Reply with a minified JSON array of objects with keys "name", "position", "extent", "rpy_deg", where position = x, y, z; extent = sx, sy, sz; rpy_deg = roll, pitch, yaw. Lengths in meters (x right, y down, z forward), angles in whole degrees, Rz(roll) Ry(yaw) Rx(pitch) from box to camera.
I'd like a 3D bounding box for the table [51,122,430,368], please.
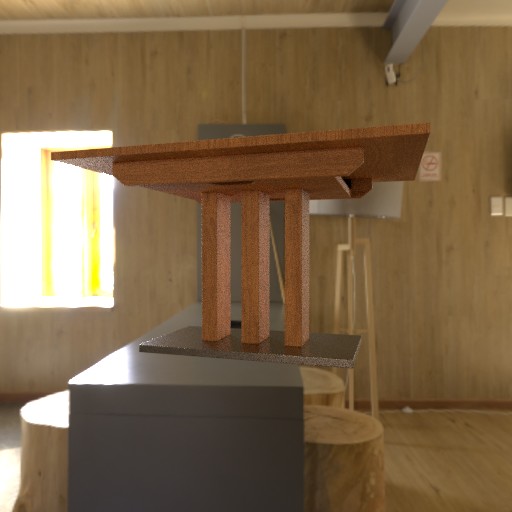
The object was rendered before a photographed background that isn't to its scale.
[{"name":"table","position":[0.000,0.000,1.871],"extent":[1.300,0.770,0.900],"rpy_deg":[0,1,17]}]
